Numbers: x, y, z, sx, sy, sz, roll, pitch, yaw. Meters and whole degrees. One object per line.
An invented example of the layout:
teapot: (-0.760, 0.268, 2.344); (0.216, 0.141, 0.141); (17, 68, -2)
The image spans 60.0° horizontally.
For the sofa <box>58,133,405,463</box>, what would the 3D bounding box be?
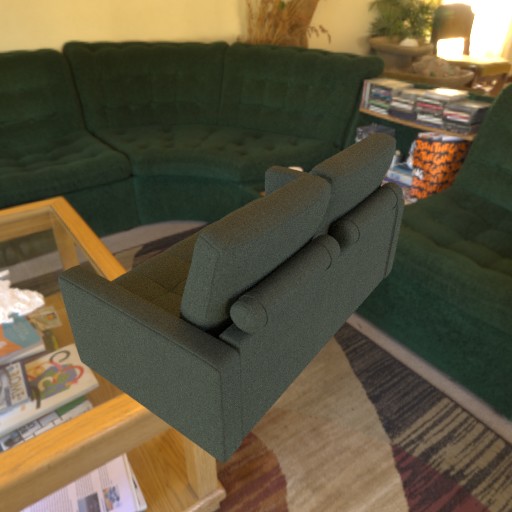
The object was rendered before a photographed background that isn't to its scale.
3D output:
sofa: (0.000, 0.000, 1.941); (0.842, 0.907, 1.407); (21, 38, 30)
